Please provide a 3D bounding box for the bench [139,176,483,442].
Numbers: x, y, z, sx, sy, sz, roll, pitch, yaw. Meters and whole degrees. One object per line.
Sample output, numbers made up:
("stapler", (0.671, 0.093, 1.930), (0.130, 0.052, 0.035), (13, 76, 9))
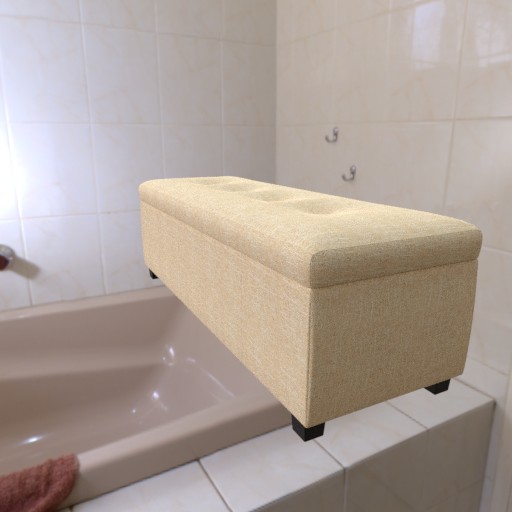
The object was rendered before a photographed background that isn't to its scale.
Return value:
("bench", (0.000, 0.000, 1.370), (0.432, 0.406, 1.219), (-8, 17, -26))
